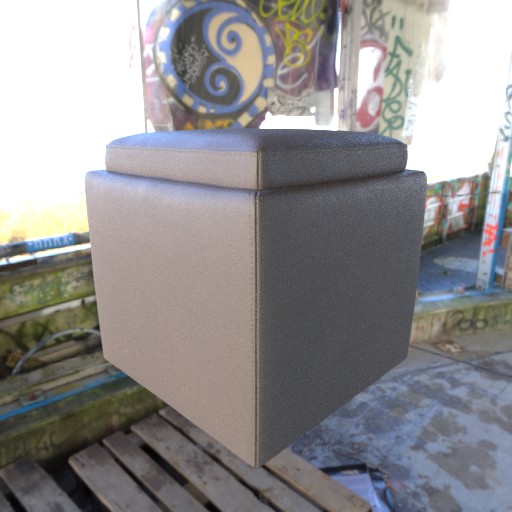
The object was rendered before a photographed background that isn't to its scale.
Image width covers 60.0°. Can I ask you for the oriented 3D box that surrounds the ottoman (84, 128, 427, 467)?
[{"bbox_3d":[0.000,0.000,0.830,0.451,0.460,0.450,15,22,43],"label":"ottoman"}]
